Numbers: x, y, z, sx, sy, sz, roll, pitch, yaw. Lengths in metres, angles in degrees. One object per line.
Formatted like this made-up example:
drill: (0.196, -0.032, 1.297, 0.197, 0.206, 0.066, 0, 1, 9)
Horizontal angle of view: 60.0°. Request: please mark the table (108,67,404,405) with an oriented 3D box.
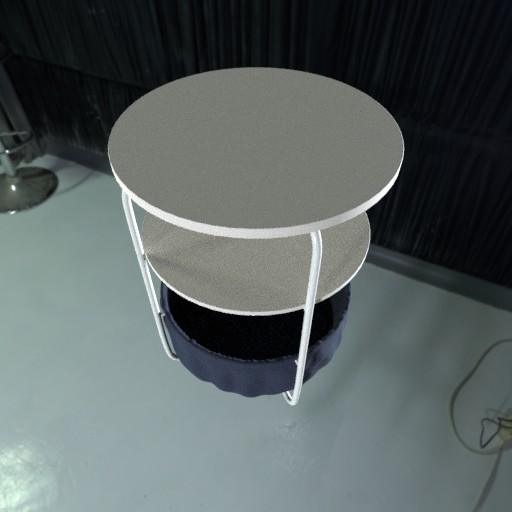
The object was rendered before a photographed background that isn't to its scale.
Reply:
table: (0.000, 0.000, 0.836, 0.418, 0.532, 0.418, 17, 49, 15)
